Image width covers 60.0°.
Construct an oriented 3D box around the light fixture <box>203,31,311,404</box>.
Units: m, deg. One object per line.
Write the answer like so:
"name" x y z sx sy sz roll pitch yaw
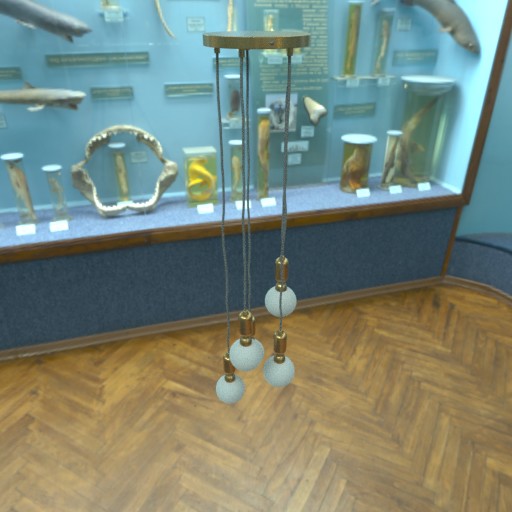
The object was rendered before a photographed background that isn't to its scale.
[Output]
"light fixture" 0.000 0.000 0.508 0.108 0.457 0.105 -7 30 -13
